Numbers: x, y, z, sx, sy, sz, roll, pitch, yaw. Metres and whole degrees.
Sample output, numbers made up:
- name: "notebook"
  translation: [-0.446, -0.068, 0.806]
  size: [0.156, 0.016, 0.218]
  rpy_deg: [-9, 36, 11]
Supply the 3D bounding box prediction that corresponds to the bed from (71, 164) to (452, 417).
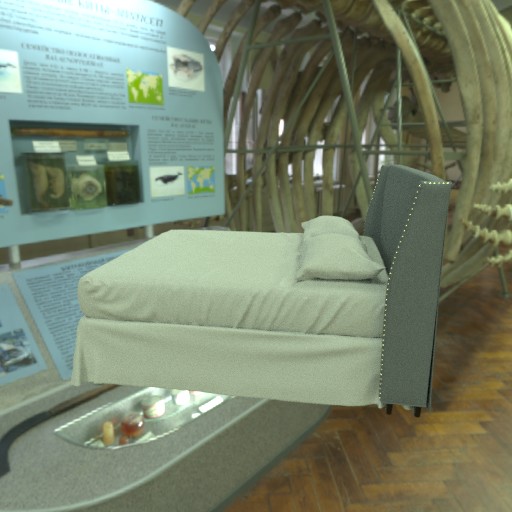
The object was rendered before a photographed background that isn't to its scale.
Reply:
- name: "bed"
  translation: [0.000, 0.000, 3.382]
  size: [2.276, 1.332, 1.925]
  rpy_deg: [2, 14, 9]
